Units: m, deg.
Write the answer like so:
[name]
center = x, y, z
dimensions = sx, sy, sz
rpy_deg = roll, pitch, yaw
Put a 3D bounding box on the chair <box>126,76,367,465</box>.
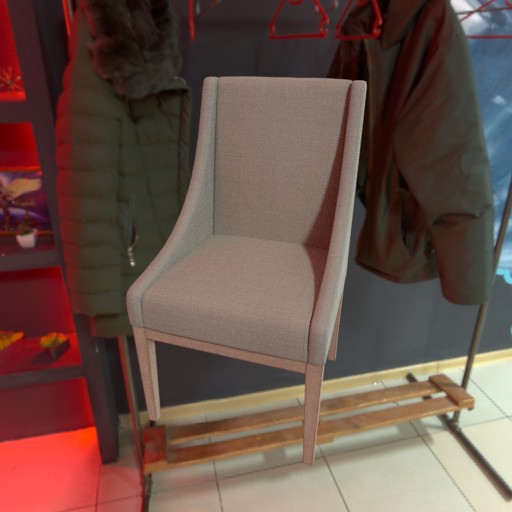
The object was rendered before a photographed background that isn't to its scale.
[chair]
center = 0.000, 0.000, 1.407
dimensions = 0.575, 1.021, 0.611
rpy_deg = 8, 27, 17
